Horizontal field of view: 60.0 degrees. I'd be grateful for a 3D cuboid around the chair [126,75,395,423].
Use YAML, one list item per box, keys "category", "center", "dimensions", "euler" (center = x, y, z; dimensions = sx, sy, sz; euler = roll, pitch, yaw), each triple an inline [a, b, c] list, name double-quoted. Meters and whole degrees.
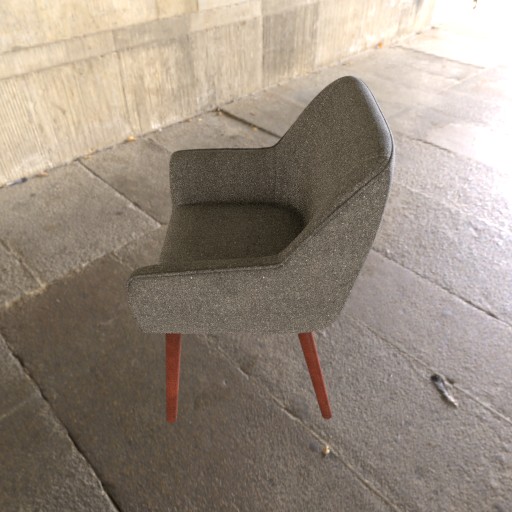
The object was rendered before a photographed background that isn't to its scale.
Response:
- category: "chair"
  center: [0.000, 0.000, 1.158]
  dimensions: [0.519, 0.803, 0.543]
  euler: [1, 40, 1]
